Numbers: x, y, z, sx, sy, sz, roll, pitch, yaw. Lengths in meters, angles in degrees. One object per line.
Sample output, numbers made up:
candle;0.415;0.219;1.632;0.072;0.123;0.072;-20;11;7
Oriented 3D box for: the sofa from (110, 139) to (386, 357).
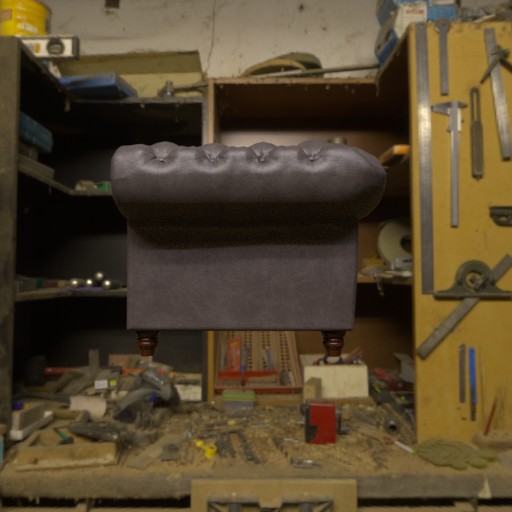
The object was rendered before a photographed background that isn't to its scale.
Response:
sofa;0.000;0.000;2.440;0.944;0.779;2.048;0;-1;1
